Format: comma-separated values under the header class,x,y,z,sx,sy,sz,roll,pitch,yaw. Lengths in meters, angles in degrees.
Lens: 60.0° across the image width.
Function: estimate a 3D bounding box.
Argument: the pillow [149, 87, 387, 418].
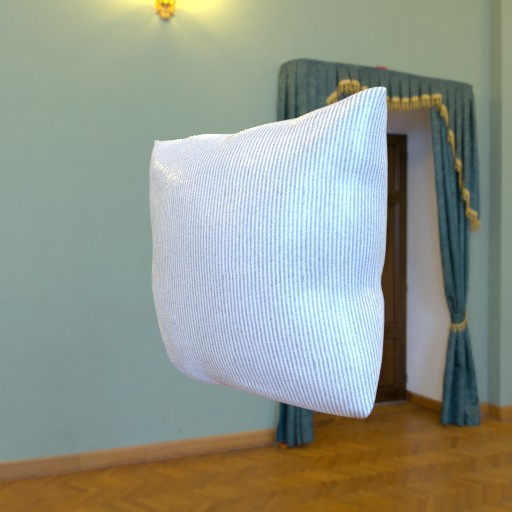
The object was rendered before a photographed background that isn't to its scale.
class,x,y,z,sx,sy,sz,roll,pitch,yaw
pillow,0.000,0.000,0.705,0.310,0.432,0.387,0,0,-18
